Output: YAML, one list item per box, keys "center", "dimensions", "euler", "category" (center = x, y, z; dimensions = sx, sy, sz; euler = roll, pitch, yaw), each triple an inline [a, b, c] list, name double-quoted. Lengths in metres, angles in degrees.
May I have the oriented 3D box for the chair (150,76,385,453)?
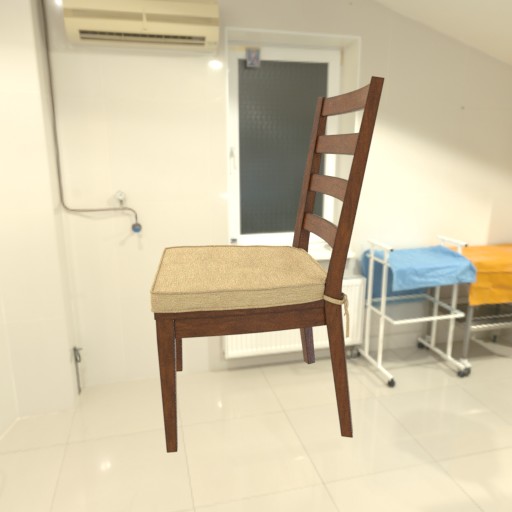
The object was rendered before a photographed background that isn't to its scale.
- center: [0.000, 0.000, 1.366]
  dimensions: [0.595, 0.979, 0.593]
  euler: [-2, 14, -7]
  category: "chair"
